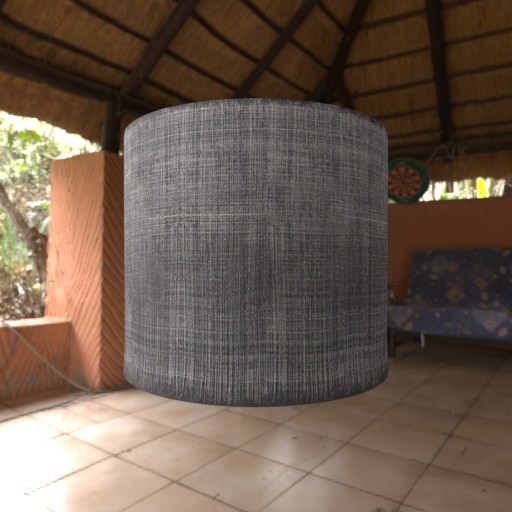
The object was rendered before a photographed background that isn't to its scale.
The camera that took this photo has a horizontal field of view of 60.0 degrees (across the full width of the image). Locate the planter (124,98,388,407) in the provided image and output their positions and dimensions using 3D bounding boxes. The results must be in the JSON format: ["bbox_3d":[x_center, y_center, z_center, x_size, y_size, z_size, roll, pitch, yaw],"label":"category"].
[{"bbox_3d":[0.000,0.000,0.311,0.178,0.157,0.178,0,-1,0],"label":"planter"}]
